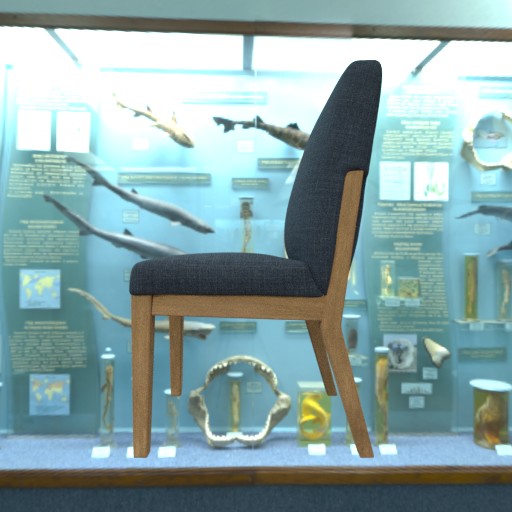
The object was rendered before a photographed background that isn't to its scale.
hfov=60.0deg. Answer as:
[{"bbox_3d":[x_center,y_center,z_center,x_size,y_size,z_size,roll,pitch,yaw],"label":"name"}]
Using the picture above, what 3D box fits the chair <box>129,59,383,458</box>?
[{"bbox_3d":[0.000,0.000,1.236,0.586,0.911,0.507,0,0,0],"label":"chair"}]
